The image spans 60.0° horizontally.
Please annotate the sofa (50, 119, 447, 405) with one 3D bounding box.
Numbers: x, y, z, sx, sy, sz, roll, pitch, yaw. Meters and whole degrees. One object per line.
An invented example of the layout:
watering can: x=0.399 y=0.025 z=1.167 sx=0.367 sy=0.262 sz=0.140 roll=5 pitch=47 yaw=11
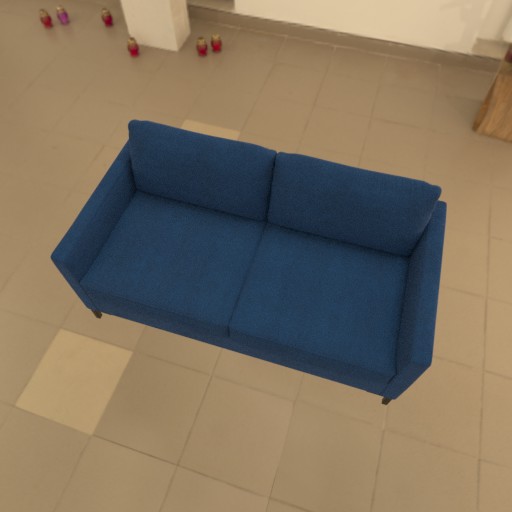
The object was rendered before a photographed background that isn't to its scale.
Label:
sofa: x=0.000 y=0.000 z=2.196 sx=1.676 sy=0.817 sz=0.875 roll=15 pitch=59 yaw=9
